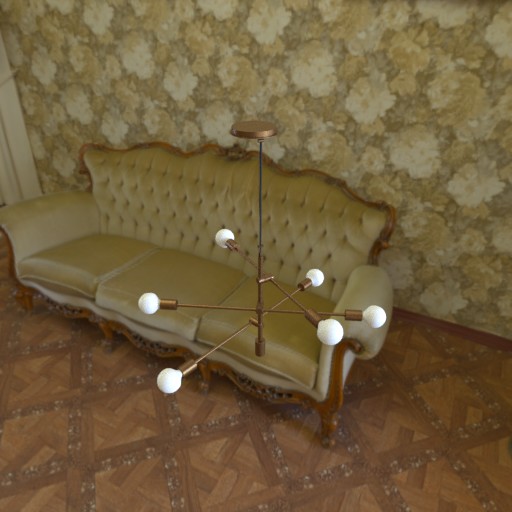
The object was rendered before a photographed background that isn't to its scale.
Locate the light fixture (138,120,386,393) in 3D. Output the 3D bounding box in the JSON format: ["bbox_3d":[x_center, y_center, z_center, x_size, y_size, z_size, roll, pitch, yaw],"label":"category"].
[{"bbox_3d":[0.000,0.000,1.278,0.682,0.744,0.637,-10,32,-17],"label":"light fixture"}]
